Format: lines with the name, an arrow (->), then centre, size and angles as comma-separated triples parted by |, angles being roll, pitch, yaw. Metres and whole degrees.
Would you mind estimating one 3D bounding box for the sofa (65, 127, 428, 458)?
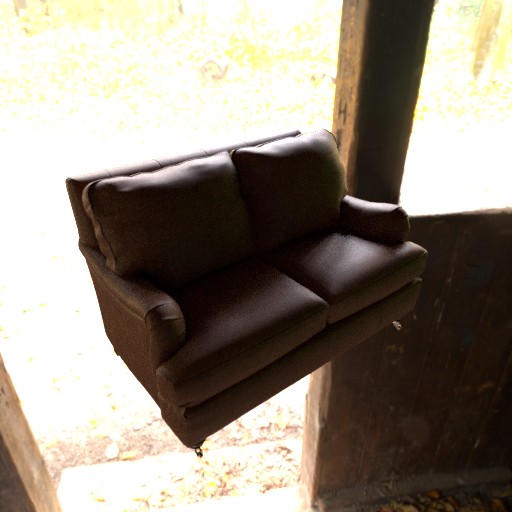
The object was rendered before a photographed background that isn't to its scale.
sofa -> 0.000, 0.000, 2.249 | 1.527, 1.004, 1.077 | -22, 37, -32
